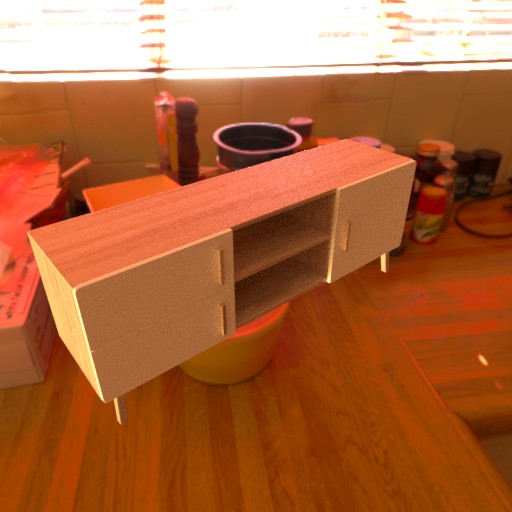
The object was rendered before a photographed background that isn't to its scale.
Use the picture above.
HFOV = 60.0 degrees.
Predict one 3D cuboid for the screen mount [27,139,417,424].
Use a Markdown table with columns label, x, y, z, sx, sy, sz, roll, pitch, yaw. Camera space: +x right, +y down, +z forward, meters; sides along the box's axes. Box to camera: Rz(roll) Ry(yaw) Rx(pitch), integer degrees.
| label | x | y | z | sx | sy | sz | roll | pitch | yaw |
| --- | --- | --- | --- | --- | --- | --- | --- | --- | --- |
| screen mount | 0.000 | 0.000 | 1.796 | 1.500 | 0.570 | 0.420 | -23 | 39 | -33 |
